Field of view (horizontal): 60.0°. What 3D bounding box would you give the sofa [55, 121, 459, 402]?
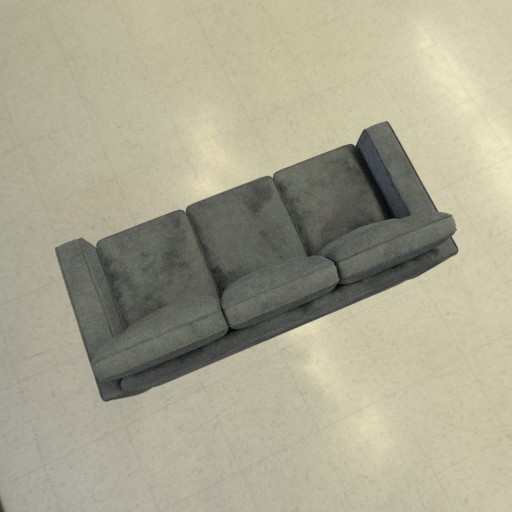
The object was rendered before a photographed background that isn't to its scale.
[{"bbox_3d":[0.000,0.000,2.671,2.133,0.965,0.939,-22,77,-6],"label":"sofa"}]
